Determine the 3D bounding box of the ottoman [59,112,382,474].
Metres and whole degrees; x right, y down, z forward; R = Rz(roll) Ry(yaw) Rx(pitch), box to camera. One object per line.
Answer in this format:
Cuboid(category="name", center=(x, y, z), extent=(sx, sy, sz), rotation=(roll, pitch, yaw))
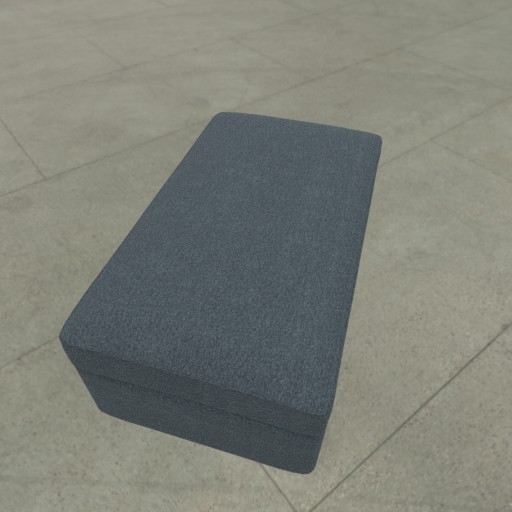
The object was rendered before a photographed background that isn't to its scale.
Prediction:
Cuboid(category="ottoman", center=(0.000, 0.000, 1.519), extent=(0.681, 0.494, 1.173), rotation=(12, 47, 11))
